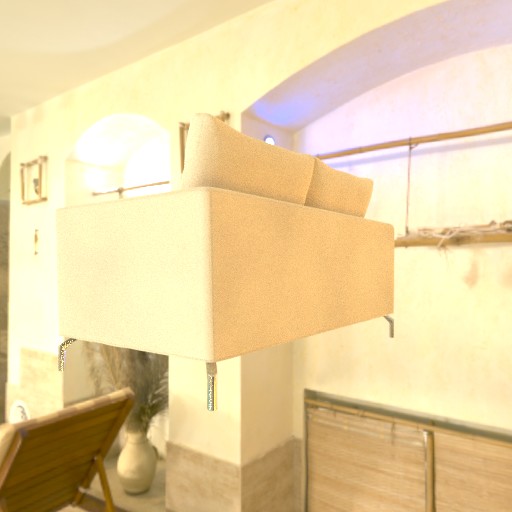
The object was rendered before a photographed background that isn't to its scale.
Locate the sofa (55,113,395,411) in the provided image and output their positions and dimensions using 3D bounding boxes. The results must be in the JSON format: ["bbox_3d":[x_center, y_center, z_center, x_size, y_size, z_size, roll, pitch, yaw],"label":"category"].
[{"bbox_3d":[0.000,0.000,2.333,0.906,0.995,1.739,-1,-1,36],"label":"sofa"}]
